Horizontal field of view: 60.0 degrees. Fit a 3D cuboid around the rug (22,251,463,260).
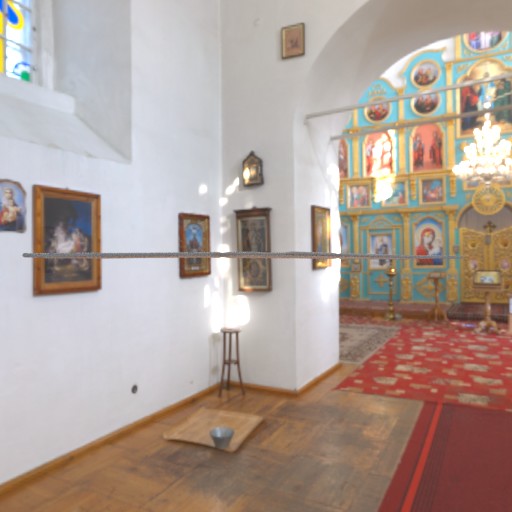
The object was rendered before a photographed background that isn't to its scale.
[{"bbox_3d":[0.000,0.000,2.577,2.341,0.037,0.675,0,-1,-17],"label":"rug"}]
